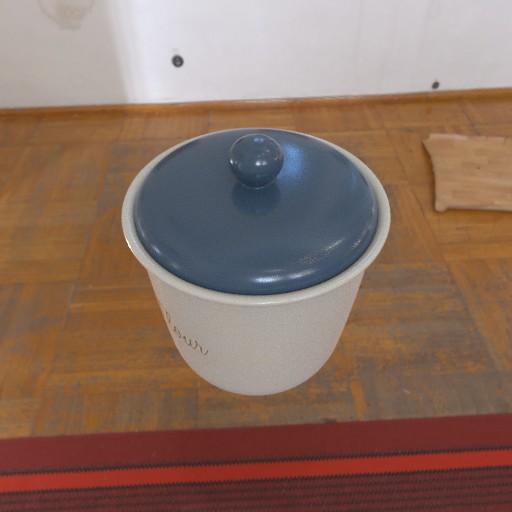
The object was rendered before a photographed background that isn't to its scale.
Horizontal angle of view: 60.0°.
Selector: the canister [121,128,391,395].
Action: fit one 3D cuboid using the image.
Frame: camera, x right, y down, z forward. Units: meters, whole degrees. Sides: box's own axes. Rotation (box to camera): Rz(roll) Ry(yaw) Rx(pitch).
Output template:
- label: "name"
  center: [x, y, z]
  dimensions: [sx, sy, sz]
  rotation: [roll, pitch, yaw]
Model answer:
- label: "canister"
  center: [0.000, 0.000, 0.348]
  dimensions: [0.182, 0.208, 0.182]
  rotation: [0, 47, 0]
